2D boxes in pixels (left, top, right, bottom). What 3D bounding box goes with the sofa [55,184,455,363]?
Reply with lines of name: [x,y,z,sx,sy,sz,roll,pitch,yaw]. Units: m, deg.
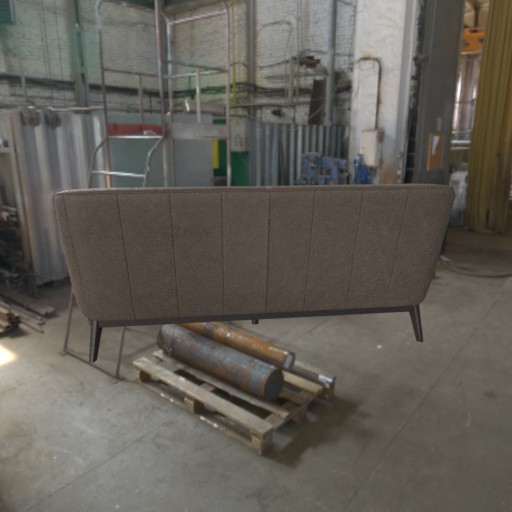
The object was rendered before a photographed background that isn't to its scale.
sofa: [0.000,0.000,2.400,1.928,0.831,0.869,-2,15,-7]
